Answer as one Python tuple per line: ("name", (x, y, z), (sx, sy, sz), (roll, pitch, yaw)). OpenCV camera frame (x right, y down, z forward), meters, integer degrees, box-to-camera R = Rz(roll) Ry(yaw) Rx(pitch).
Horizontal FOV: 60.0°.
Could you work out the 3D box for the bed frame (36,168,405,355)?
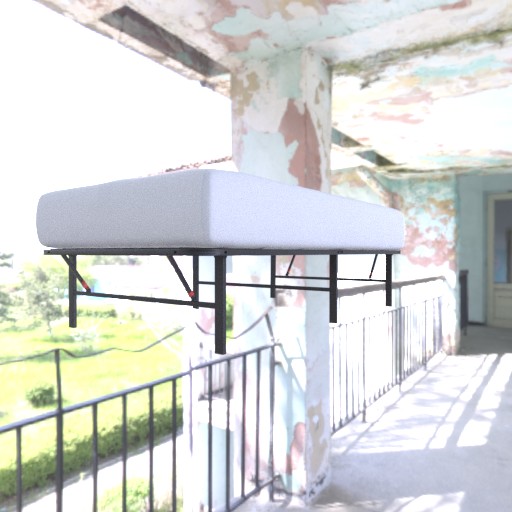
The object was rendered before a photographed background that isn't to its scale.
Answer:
("bed frame", (0.000, 0.000, 2.394), (1.025, 0.640, 1.908), (0, 1, 36))
